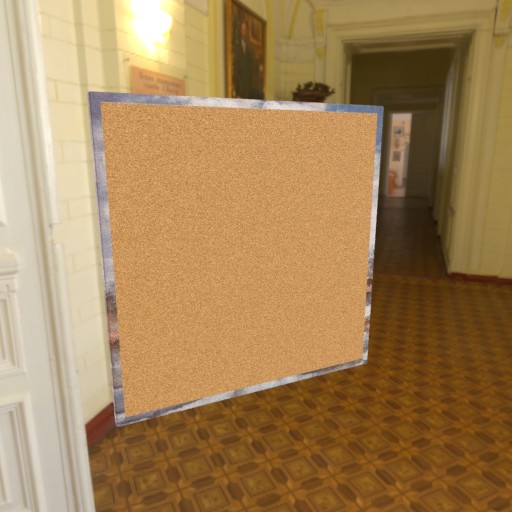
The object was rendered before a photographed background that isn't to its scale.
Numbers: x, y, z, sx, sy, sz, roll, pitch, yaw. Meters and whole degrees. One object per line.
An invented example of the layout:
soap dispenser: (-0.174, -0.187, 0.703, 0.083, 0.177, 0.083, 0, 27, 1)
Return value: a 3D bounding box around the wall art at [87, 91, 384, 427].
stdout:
wall art: (0.000, 0.000, 1.532, 1.010, 1.020, 0.040, -6, 15, -25)
